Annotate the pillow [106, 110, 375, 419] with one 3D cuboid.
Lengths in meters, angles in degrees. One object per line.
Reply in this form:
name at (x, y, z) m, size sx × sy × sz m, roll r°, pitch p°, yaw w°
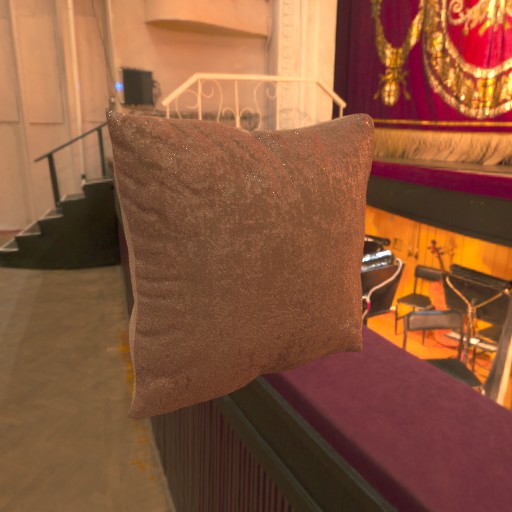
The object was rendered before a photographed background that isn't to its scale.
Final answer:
pillow at (0.000, 0.000, 0.721) m, size 0.450 × 0.448 × 0.245 m, roll -8°, pitch 18°, yaw -27°
